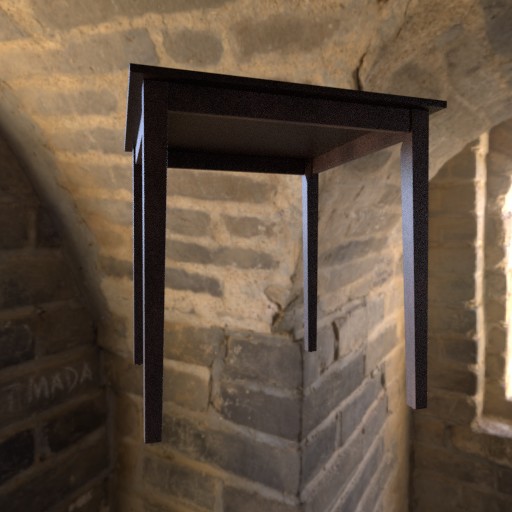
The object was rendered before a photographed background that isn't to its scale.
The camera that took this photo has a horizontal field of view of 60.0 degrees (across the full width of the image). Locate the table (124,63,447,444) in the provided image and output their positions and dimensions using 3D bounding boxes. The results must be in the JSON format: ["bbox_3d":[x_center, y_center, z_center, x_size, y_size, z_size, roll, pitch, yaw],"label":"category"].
[{"bbox_3d":[0.000,0.000,1.339,0.749,0.770,0.749,0,1,-17],"label":"table"}]
